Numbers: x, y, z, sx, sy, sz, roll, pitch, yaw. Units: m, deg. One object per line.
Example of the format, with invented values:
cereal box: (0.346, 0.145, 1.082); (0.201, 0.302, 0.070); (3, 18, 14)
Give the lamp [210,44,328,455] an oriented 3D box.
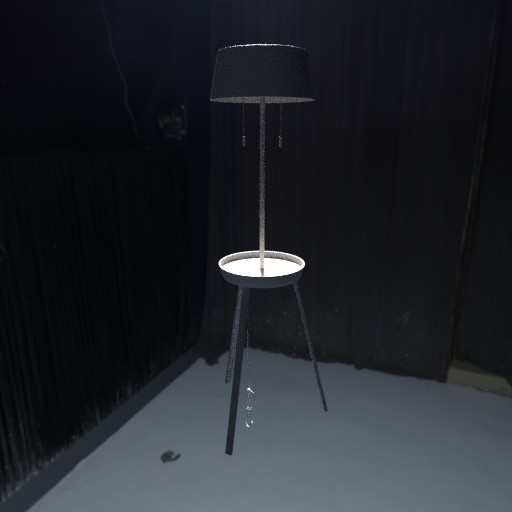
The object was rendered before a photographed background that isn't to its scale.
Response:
lamp: (0.000, 0.000, 1.653); (0.508, 1.429, 0.468); (8, 18, 25)
